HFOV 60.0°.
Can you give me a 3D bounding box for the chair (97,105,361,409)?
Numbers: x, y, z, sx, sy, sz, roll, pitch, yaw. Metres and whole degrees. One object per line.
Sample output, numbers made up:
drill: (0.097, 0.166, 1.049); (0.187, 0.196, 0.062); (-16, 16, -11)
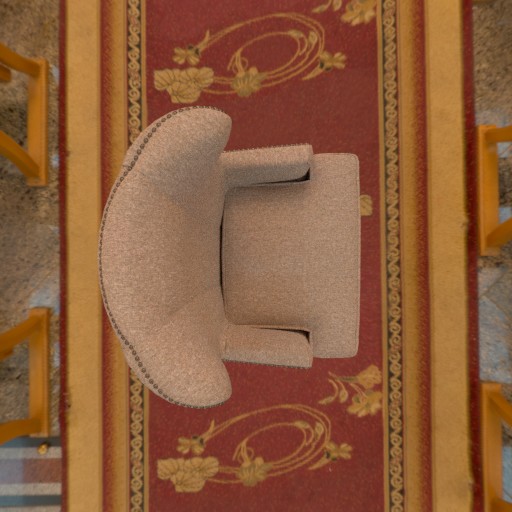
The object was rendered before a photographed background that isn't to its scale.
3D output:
chair: (0.000, 0.000, 1.574); (0.758, 1.060, 0.759); (0, 90, 1)
